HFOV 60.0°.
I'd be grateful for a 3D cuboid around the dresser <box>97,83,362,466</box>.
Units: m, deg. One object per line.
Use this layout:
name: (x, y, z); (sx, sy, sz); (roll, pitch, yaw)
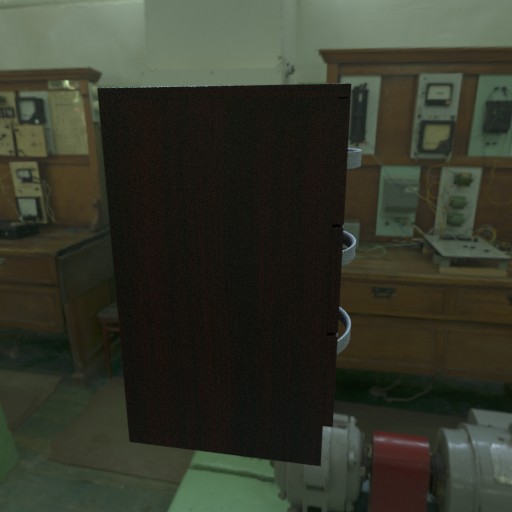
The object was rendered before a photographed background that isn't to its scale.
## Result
dresser: (0.000, 0.000, 0.827); (0.360, 0.560, 0.400); (3, 16, 10)
